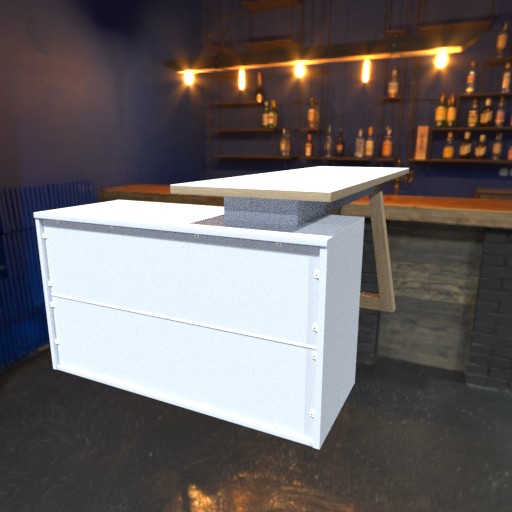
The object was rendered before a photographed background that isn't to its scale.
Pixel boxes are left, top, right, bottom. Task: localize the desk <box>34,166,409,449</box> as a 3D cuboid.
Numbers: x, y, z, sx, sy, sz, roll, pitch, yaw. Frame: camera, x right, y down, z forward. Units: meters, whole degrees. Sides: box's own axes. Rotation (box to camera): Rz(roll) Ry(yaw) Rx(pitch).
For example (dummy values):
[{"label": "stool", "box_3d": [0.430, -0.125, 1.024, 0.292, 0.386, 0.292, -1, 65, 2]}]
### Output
[{"label": "desk", "box_3d": [0.000, 0.000, 2.030, 1.098, 0.755, 1.404, 7, 15, 25]}]
